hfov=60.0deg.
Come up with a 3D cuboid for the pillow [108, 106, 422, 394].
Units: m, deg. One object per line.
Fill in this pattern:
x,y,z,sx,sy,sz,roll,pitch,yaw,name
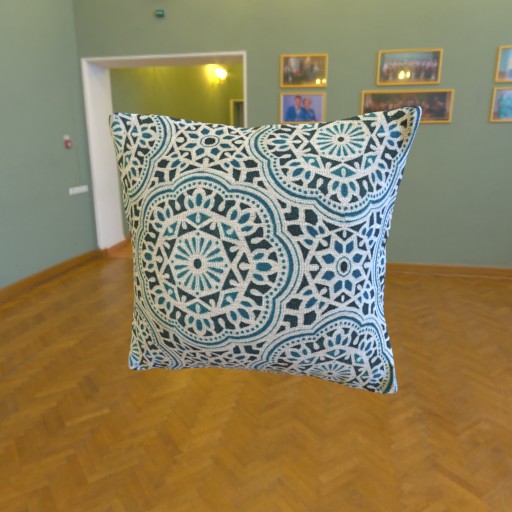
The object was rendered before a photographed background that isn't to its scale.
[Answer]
0.000,0.000,0.662,0.440,0.420,0.145,3,15,10,pillow
